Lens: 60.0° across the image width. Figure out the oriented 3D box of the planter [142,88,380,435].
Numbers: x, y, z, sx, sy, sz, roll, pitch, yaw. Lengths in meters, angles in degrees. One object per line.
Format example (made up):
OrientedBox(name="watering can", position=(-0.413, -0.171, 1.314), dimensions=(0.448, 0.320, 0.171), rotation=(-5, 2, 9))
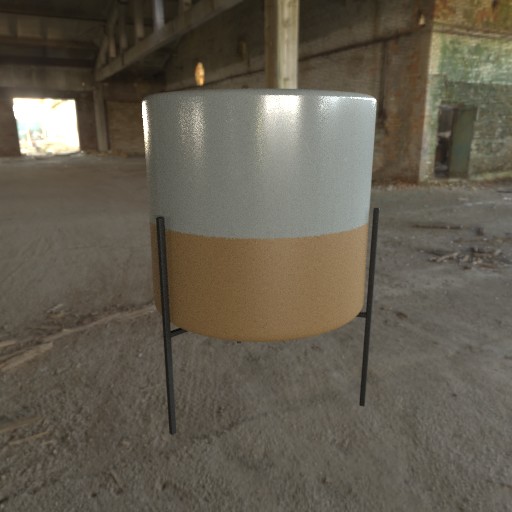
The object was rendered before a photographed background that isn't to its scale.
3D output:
OrientedBox(name="planter", position=(0.000, 0.000, 0.643), dimensions=(0.310, 0.432, 0.310), rotation=(-8, 18, -27))
